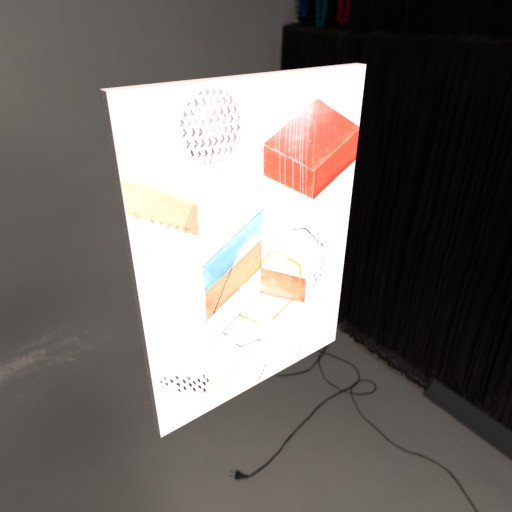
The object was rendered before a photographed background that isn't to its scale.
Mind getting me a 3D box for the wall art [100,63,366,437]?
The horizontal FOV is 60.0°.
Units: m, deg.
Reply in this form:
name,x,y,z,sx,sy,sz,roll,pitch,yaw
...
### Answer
name,x,y,z,sx,sy,sz,roll,pitch,yaw
wall art,0.000,0.000,1.597,0.914,1.221,0.046,-20,35,-31
